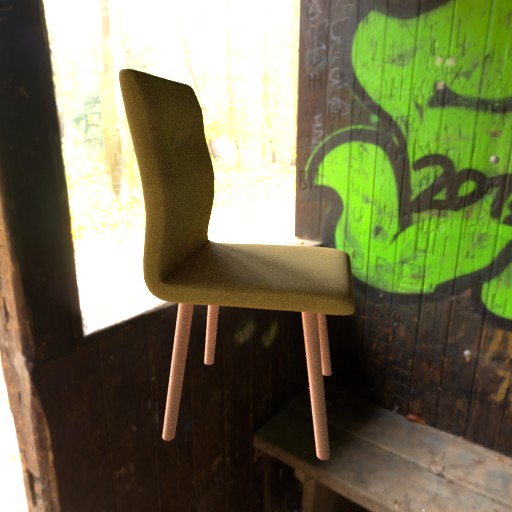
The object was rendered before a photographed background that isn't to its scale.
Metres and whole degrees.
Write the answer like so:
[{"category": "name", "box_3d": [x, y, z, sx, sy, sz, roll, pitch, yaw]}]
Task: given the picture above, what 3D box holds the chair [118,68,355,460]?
[{"category": "chair", "box_3d": [0.000, 0.000, 1.277, 0.550, 0.965, 0.450, 3, 16, 10]}]
